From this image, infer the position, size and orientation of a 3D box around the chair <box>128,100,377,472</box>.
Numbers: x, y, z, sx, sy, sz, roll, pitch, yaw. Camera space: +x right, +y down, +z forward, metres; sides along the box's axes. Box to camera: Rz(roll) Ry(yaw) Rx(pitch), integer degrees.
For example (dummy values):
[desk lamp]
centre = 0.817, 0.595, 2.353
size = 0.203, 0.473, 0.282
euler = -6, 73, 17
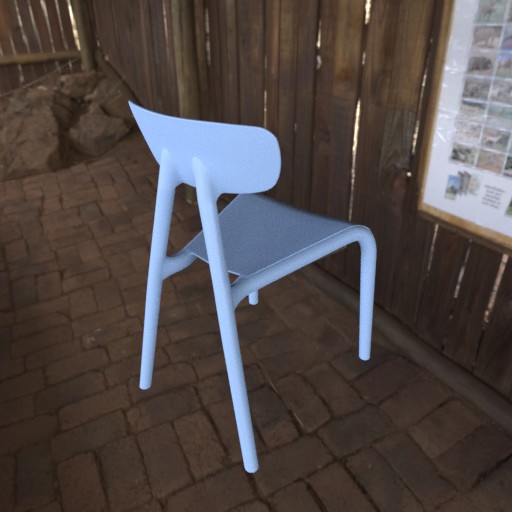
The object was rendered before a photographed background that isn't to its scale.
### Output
[chair]
centre = 0.000, 0.000, 0.840
size = 0.356, 0.580, 0.401
euler = 23, 37, 34
